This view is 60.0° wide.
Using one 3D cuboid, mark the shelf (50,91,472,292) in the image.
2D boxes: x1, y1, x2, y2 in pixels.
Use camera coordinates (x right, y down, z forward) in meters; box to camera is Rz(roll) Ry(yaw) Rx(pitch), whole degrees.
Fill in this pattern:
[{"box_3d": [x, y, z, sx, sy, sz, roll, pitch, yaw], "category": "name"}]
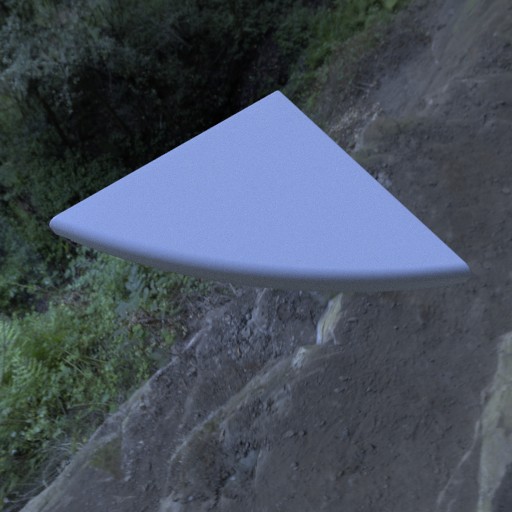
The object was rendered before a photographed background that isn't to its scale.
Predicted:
[{"box_3d": [0.000, 0.000, 0.468, 0.310, 0.050, 0.310, -35, 68, -16], "category": "shelf"}]
